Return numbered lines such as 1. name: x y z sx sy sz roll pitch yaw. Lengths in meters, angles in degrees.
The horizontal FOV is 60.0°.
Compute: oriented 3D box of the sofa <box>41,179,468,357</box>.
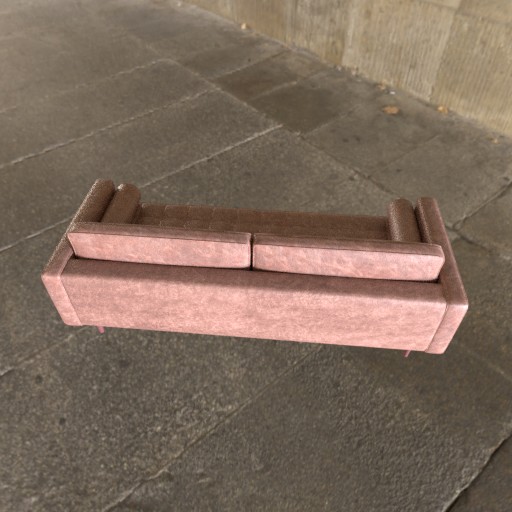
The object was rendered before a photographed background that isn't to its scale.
1. sofa: 0.000 0.000 2.697 2.210 0.762 0.914 4 46 4
